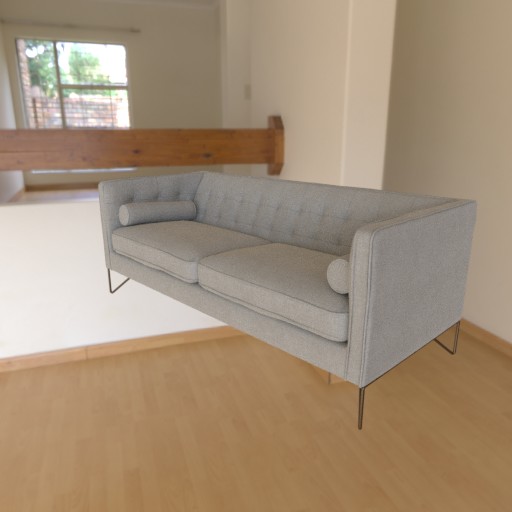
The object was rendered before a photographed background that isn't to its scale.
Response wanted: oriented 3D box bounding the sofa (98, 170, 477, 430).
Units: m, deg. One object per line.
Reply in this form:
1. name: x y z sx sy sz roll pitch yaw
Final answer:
1. sofa: 0.000 0.000 2.576 0.912 0.798 2.079 -15 22 -42
